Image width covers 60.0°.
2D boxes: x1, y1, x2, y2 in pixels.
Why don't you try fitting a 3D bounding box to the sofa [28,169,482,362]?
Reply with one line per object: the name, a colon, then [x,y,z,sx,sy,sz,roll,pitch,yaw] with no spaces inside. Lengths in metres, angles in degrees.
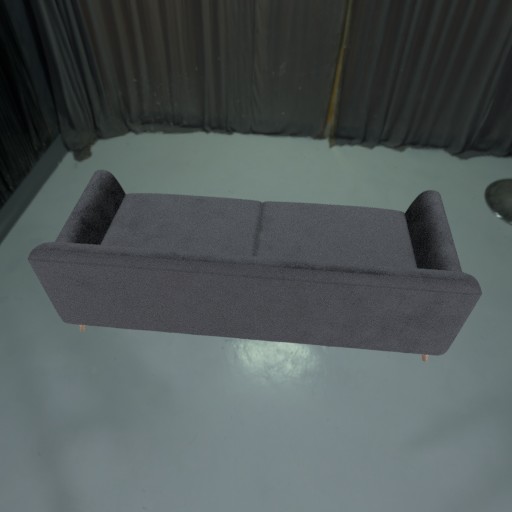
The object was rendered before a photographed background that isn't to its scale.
sofa: [0.000,0.000,2.651,2.190,0.740,0.900,4,47,4]
